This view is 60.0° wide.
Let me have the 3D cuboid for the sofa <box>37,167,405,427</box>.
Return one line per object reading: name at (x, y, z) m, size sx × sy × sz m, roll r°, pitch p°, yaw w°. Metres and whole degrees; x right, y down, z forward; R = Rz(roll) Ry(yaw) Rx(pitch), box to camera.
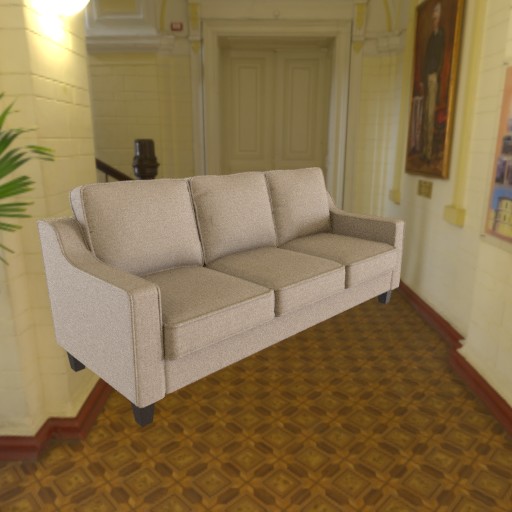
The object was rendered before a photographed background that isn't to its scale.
sofa at (0.000, 0.000, 2.649) m, size 0.899 × 0.950 × 2.129 m, roll 14°, pitch 20°, yaw 43°
